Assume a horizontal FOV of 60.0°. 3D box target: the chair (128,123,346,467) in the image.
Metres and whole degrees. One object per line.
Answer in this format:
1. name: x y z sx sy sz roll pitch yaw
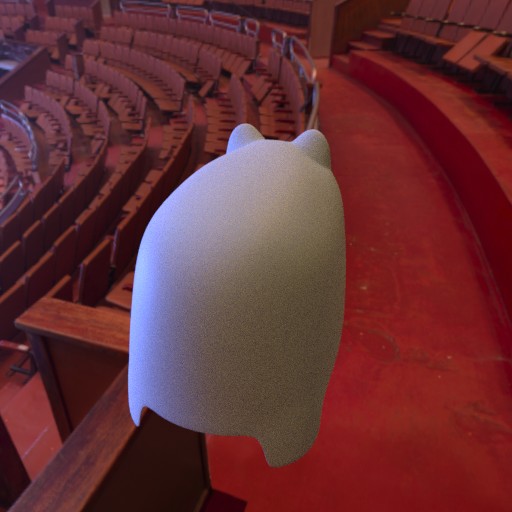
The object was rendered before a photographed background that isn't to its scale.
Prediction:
1. chair: 0.000 0.000 0.854 0.364 0.423 0.619 10 32 16
